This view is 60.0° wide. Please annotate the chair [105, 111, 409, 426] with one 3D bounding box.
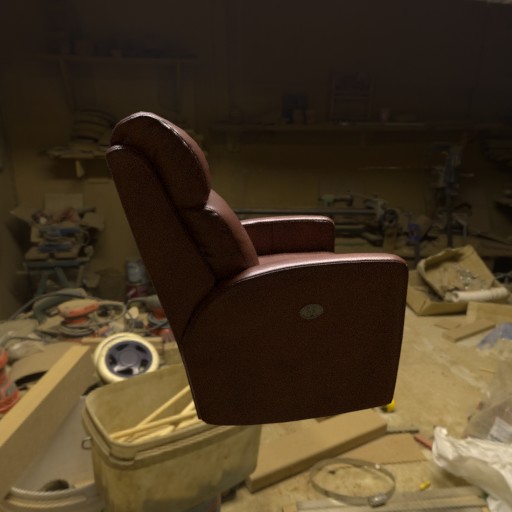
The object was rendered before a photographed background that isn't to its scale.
[{"bbox_3d":[0.000,0.000,1.679,0.939,1.016,0.787,-3,16,-10],"label":"chair"}]
